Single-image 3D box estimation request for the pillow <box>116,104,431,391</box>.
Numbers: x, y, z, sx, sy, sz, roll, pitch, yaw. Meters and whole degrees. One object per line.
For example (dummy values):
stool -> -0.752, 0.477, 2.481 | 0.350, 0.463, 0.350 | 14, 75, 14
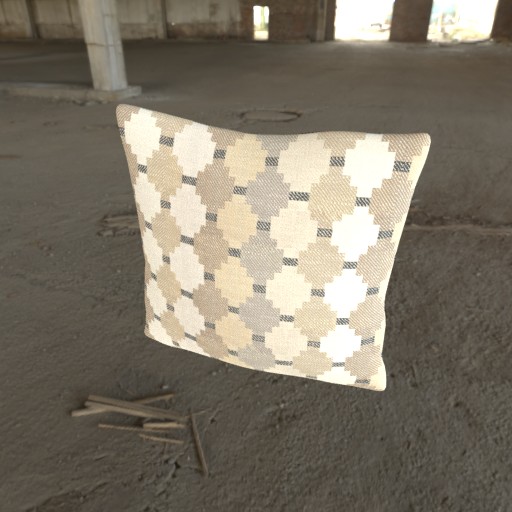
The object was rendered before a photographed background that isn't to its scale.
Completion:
pillow -> 0.000, 0.000, 0.890 | 0.578, 0.558, 0.192 | 9, 30, 16
